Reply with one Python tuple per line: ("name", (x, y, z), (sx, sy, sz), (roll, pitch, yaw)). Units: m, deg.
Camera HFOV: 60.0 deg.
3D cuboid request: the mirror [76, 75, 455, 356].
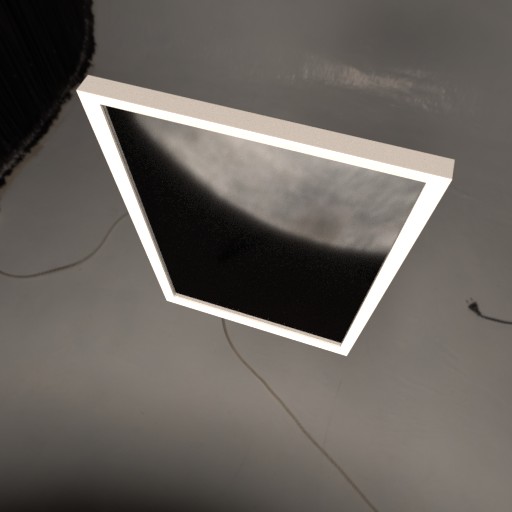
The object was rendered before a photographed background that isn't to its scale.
("mirror", (0.000, 0.000, 0.887), (0.507, 0.710, 0.039), (16, 62, 9))
